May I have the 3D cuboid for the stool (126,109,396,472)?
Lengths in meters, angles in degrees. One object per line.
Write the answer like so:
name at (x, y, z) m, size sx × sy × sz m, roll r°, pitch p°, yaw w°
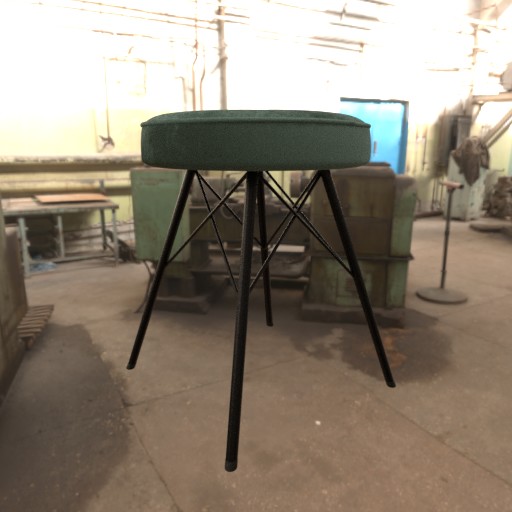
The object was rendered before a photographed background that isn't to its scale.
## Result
stool at (0.000, 0.000, 0.860) m, size 0.458 × 0.519 × 0.457 m, roll -8°, pitch 16°, yaw -28°
